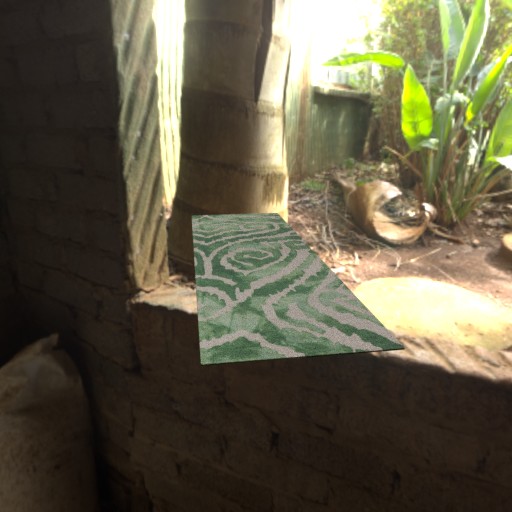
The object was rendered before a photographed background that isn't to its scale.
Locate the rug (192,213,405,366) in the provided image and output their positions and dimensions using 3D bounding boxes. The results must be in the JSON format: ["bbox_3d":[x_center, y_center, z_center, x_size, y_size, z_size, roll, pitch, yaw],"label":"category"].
[{"bbox_3d":[0.000,0.000,2.753,0.761,0.006,2.438,-3,18,-8],"label":"rug"}]
